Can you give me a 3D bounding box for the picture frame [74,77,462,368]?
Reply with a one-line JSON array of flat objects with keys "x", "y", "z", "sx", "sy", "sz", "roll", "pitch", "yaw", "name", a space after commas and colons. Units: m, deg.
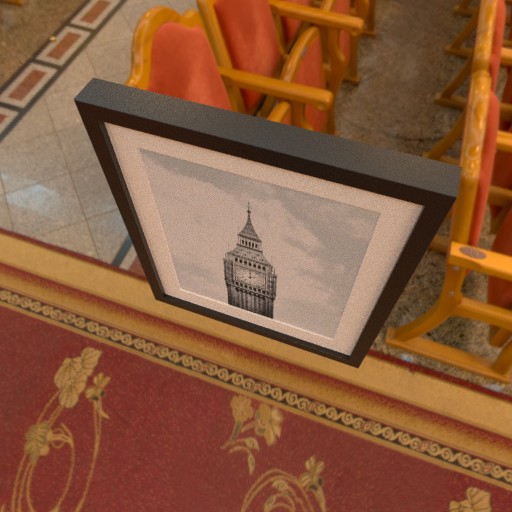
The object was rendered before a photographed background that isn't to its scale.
[{"x": 0.000, "y": 0.000, "z": 0.524, "sx": 0.328, "sy": 0.378, "sz": 0.034, "roll": 17, "pitch": 58, "yaw": 11, "name": "picture frame"}]
